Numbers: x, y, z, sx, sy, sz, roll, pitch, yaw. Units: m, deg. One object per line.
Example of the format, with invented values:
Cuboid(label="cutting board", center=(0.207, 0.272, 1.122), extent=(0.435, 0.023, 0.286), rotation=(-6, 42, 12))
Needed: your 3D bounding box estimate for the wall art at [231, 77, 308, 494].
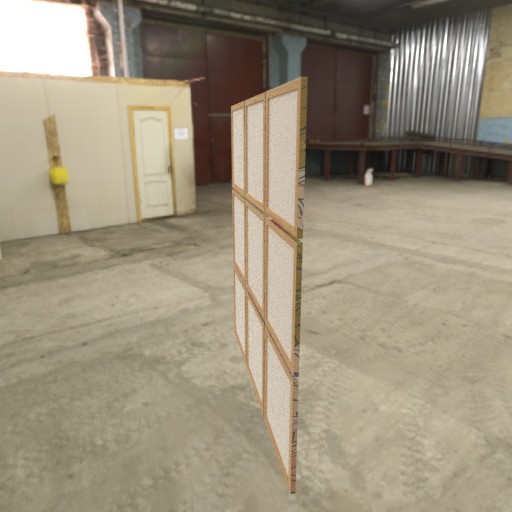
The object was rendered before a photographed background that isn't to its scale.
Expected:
Cuboid(label="wall art", center=(0.000, 0.000, 1.347), extent=(0.013, 0.913, 0.904), rotation=(-3, 16, -11))
